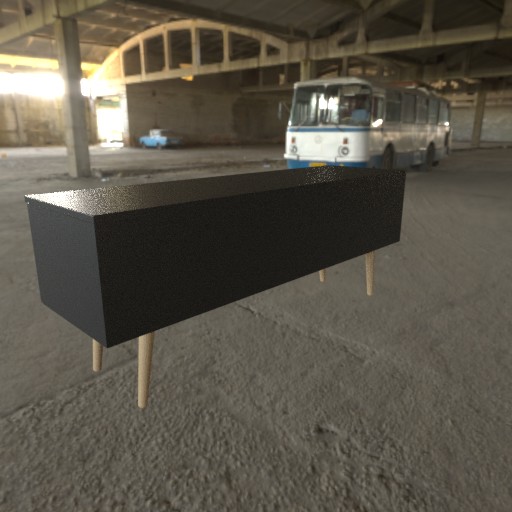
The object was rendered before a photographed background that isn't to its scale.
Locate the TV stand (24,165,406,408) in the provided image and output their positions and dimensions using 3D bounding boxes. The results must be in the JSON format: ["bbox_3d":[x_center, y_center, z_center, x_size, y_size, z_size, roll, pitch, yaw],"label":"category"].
[{"bbox_3d":[0.000,0.000,1.525,0.390,0.518,1.312,16,22,42],"label":"TV stand"}]
